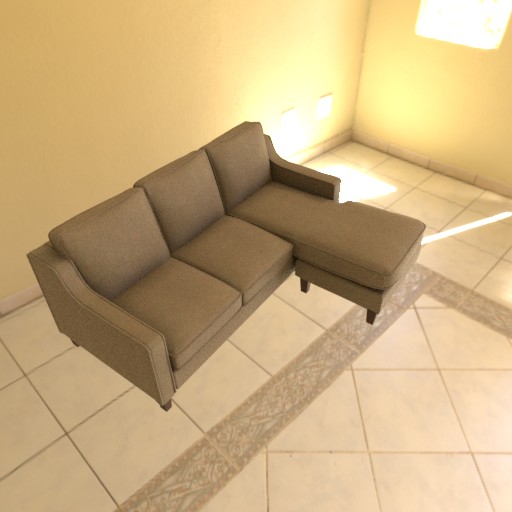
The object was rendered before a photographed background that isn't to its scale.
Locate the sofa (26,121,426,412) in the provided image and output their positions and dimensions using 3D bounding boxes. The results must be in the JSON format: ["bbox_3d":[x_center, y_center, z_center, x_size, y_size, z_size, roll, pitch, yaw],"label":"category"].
[{"bbox_3d":[0.000,0.000,3.270,1.858,1.081,2.317,24,45,27],"label":"sofa"}]
